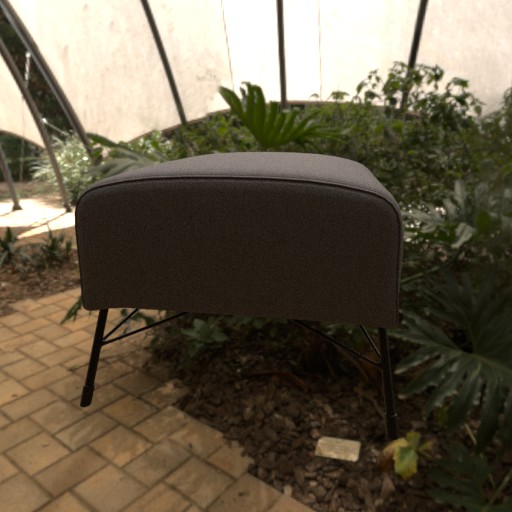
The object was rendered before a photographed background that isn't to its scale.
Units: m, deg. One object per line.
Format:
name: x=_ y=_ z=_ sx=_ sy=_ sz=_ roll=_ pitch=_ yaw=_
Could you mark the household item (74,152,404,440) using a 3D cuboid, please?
household item: x=0.000 y=0.000 z=0.910 sx=0.530 sy=0.410 sz=0.530 roll=3 pitch=16 yaw=9
